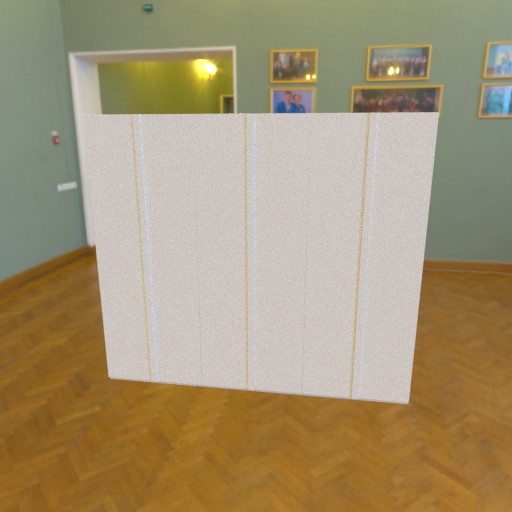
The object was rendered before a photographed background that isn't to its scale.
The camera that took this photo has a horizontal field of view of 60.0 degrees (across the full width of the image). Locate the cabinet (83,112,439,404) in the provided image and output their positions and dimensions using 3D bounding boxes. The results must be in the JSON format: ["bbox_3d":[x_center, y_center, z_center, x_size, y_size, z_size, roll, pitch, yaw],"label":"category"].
[{"bbox_3d":[0.000,0.000,3.910,2.700,2.370,0.590,2,16,8],"label":"cabinet"}]
